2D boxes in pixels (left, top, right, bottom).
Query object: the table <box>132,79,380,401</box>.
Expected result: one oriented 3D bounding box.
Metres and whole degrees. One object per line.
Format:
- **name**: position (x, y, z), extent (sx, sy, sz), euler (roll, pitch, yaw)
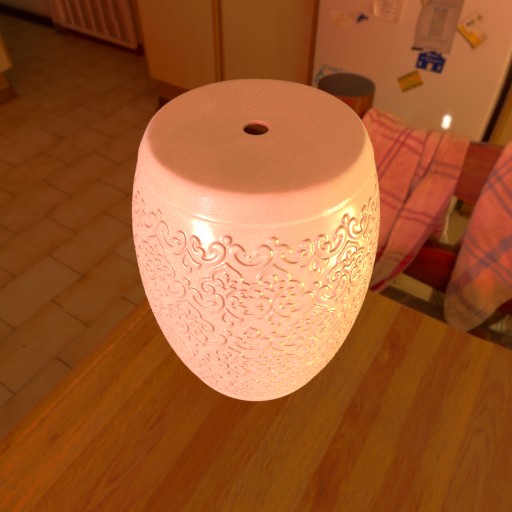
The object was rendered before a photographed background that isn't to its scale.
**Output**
- **table**: position (0.000, 0.000, 0.608), extent (0.309, 0.397, 0.309), euler (0, 47, 0)
